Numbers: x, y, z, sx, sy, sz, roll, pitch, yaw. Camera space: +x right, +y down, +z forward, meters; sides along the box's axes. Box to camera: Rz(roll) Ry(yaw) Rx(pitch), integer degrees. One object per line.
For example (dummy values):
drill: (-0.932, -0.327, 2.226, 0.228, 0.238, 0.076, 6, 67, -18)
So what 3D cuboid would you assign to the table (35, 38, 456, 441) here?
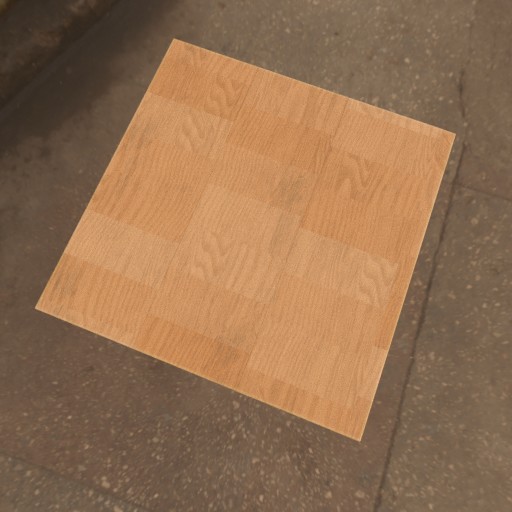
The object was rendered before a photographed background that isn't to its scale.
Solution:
table: (0.000, 0.000, 1.377, 0.747, 0.738, 0.747, 21, 77, 5)
